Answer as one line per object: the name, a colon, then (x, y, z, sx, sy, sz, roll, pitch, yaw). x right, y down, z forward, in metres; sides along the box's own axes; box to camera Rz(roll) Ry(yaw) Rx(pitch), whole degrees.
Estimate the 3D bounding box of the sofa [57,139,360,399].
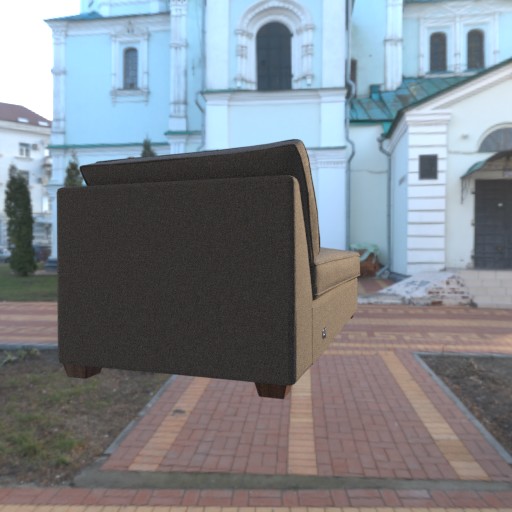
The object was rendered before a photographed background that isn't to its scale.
sofa: (0.000, 0.000, 2.797, 1.110, 1.033, 2.237, 0, 1, 18)
